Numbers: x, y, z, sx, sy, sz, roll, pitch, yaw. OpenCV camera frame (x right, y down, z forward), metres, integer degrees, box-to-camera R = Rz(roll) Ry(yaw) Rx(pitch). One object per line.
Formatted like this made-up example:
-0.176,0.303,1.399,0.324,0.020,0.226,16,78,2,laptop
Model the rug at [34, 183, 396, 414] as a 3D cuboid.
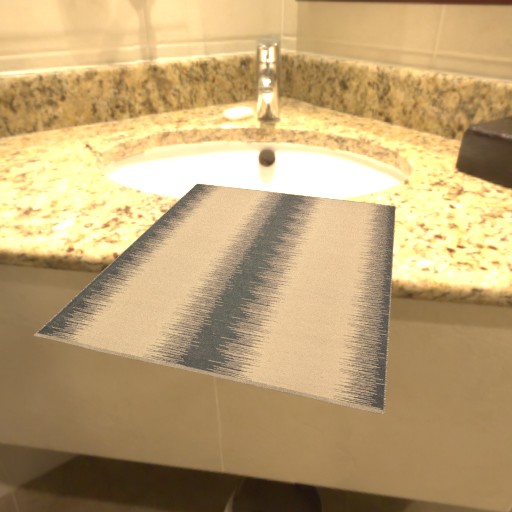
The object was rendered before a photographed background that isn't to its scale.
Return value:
0.000,0.000,4.126,2.453,0.004,3.037,9,32,14,rug
